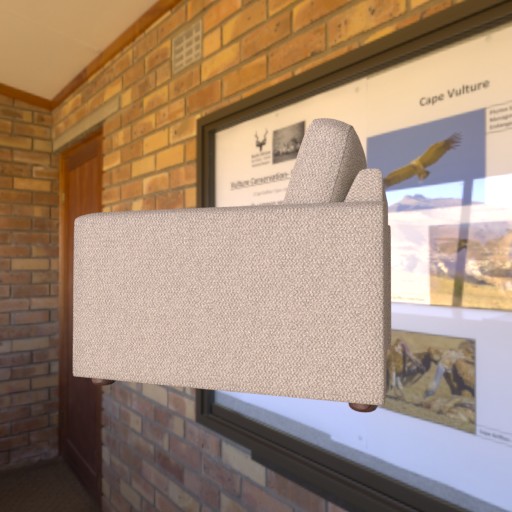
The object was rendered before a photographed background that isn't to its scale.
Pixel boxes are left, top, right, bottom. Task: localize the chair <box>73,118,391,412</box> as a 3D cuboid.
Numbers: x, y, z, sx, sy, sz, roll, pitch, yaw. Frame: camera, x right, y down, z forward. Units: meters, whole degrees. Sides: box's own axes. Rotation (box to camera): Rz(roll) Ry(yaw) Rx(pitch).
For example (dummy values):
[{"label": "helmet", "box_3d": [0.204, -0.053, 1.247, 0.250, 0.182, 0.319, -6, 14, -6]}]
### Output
[{"label": "chair", "box_3d": [0.000, 0.000, 1.770, 1.016, 0.873, 1.005, 0, -1, 18]}]
